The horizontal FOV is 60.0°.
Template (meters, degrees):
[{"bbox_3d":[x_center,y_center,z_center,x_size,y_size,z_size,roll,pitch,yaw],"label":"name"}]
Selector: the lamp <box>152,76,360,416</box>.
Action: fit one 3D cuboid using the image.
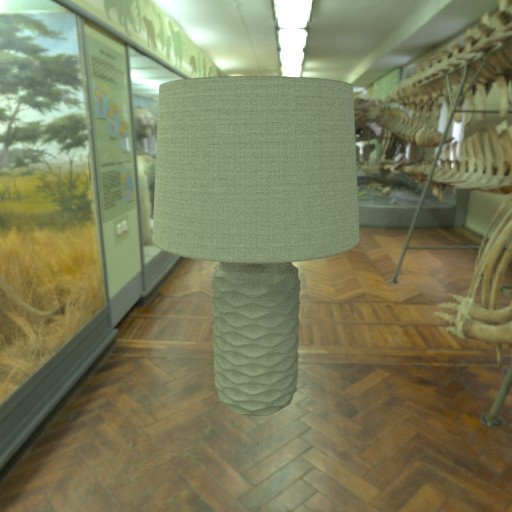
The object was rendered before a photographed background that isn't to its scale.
[{"bbox_3d":[0.000,0.000,0.834,0.376,0.594,0.376,0,15,0],"label":"lamp"}]
